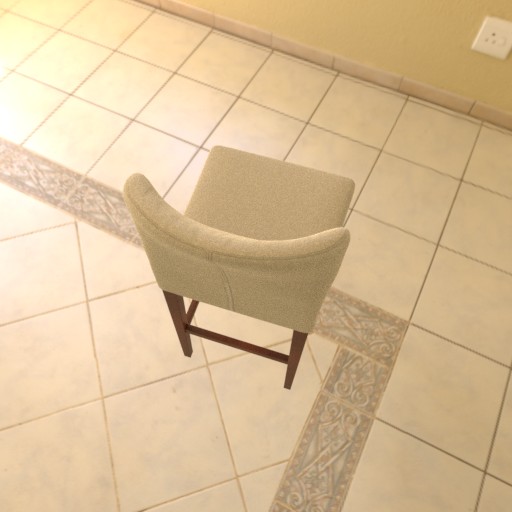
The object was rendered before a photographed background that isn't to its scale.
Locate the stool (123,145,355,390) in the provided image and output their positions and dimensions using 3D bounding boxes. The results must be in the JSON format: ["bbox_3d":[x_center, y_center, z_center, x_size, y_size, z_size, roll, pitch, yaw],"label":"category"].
[{"bbox_3d":[0.000,0.000,1.388,0.479,1.069,0.568,16,64,8],"label":"stool"}]
